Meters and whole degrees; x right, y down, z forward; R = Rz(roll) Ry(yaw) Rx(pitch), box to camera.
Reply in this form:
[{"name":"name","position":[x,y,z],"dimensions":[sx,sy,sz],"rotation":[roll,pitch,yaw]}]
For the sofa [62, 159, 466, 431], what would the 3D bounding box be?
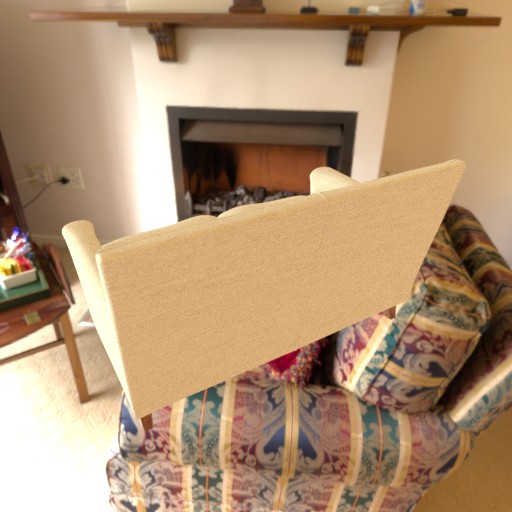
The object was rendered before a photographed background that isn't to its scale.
[{"name":"sofa","position":[0.000,0.000,2.016],"dimensions":[1.482,0.892,0.891],"rotation":[-17,35,-27]}]
